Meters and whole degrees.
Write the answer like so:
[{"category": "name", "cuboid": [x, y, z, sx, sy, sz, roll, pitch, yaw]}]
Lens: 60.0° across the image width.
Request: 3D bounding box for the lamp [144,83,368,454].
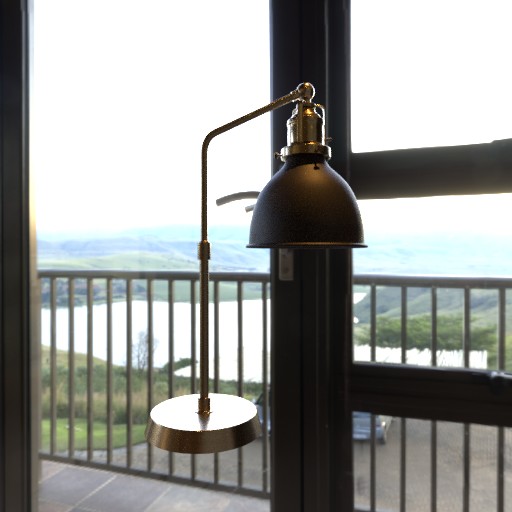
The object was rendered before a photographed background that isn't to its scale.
[{"category": "lamp", "cuboid": [0.000, 0.000, 0.586, 0.291, 0.456, 0.160, 0, 0, 1]}]
